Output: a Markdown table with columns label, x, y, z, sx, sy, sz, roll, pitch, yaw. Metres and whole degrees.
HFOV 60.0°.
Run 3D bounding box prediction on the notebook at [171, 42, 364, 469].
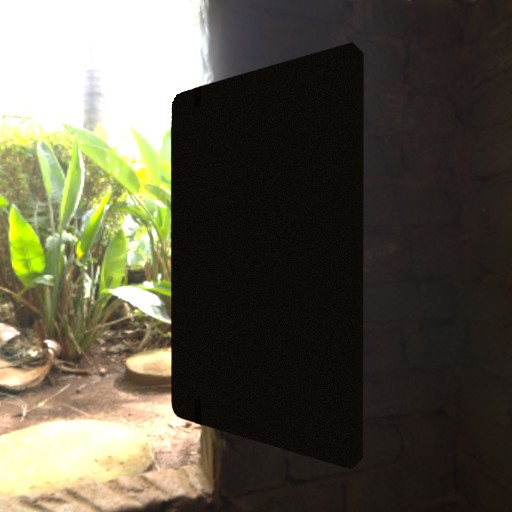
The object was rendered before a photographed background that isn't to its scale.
| label | x | y | z | sx | sy | sz | roll | pitch | yaw |
| --- | --- | --- | --- | --- | --- | --- | --- | --- | --- |
| notebook | 0.000 | 0.000 | 0.262 | 0.127 | 0.213 | 0.016 | 0 | 1 | 35 |
